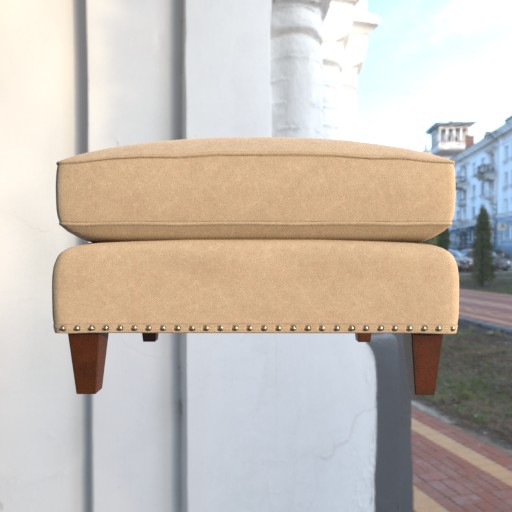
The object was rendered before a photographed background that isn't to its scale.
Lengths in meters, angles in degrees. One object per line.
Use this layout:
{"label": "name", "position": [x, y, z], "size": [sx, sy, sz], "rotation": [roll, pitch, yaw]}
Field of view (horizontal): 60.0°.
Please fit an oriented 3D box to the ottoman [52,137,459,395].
{"label": "ottoman", "position": [0.000, 0.000, 1.082], "size": [0.741, 0.513, 0.584], "rotation": [0, 1, 0]}
